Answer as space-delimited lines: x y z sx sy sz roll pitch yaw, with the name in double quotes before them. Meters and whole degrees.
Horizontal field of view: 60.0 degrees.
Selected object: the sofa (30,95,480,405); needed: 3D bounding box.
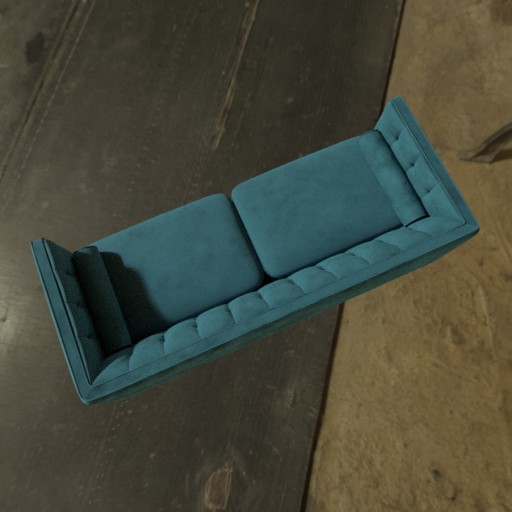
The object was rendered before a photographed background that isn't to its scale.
"sofa" 0.000 0.000 2.529 2.087 0.789 0.867 -23 76 -6
